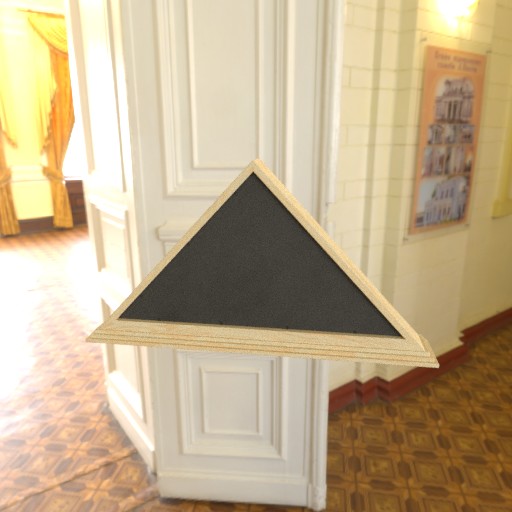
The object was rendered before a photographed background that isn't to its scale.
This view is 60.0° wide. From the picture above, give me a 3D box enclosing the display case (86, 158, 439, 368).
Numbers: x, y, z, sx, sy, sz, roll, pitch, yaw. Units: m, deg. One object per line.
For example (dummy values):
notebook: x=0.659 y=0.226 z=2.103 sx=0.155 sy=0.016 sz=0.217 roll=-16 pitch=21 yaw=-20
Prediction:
display case: x=0.000 y=0.000 z=0.795 sx=0.640 sy=0.340 sz=0.095 roll=2 pitch=16 yaw=8
